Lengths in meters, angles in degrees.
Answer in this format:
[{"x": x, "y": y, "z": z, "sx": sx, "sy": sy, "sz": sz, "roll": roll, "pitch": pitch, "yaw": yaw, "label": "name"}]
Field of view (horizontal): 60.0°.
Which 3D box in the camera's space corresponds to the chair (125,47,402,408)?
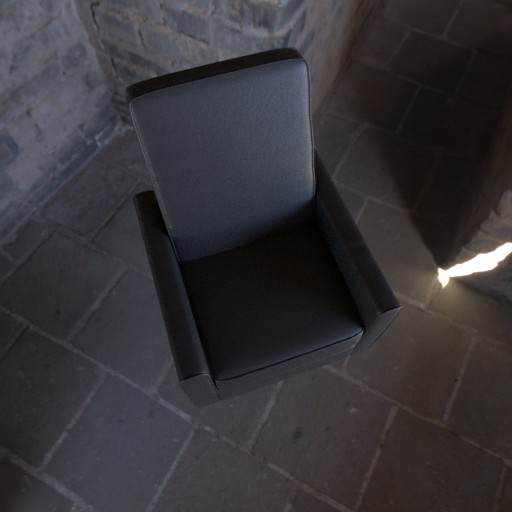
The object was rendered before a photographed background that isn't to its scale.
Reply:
[{"x": 0.000, "y": 0.000, "z": 1.506, "sx": 0.705, "sy": 1.013, "sz": 0.746, "roll": -17, "pitch": 65, "yaw": -8, "label": "chair"}]
